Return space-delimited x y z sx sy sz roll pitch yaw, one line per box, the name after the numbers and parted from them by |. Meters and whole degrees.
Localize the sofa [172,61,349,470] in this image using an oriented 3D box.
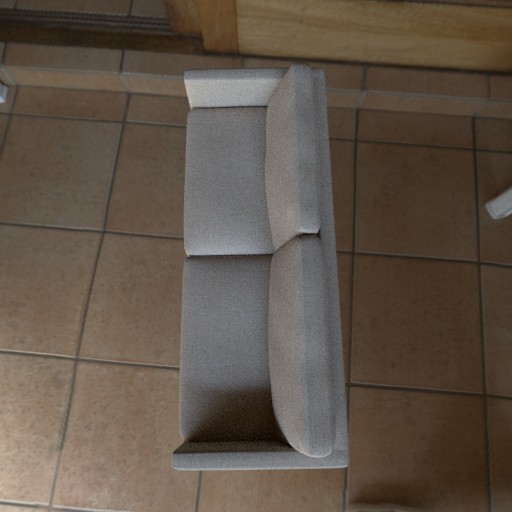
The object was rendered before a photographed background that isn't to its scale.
0.000 0.000 2.851 0.951 0.965 2.434 -1 75 0 | sofa
